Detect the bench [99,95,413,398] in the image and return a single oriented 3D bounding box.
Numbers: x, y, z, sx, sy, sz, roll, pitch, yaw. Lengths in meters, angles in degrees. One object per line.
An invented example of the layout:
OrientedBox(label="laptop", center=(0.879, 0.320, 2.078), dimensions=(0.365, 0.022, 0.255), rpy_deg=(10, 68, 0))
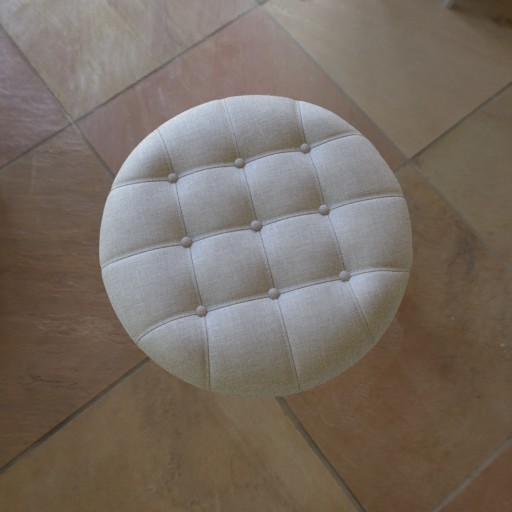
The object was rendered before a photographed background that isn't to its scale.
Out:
OrientedBox(label="bench", center=(0.000, 0.000, 1.000), dimensions=(0.600, 0.453, 0.600), rpy_deg=(0, 75, 0))
